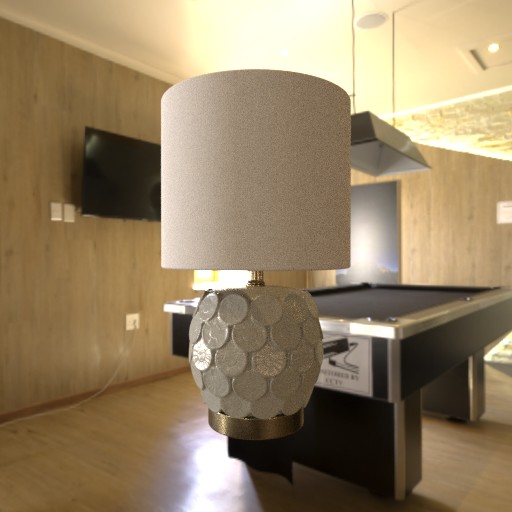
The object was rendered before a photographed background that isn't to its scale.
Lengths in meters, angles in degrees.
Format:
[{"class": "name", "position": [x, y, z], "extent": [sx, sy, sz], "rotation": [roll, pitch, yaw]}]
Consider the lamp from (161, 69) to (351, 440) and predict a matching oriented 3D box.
[{"class": "lamp", "position": [0.000, 0.000, 0.609], "extent": [0.254, 0.452, 0.254], "rotation": [0, 0, 0]}]
